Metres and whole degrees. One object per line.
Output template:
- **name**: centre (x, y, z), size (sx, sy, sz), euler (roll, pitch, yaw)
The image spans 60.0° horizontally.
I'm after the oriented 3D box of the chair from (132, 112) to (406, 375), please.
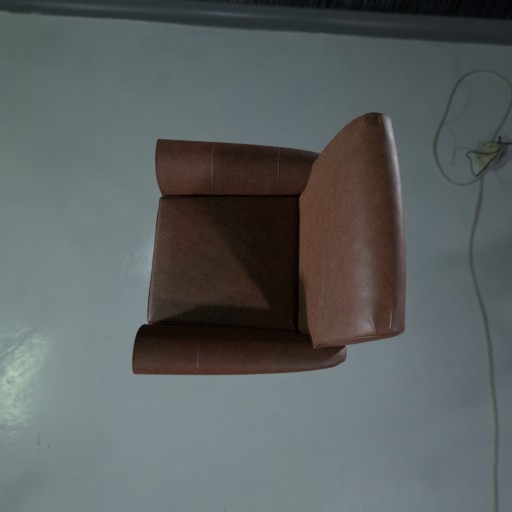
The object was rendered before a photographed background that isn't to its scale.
- **chair**: centre (0.000, 0.000, 1.828), size (0.902, 1.061, 0.978), euler (2, 73, 1)
